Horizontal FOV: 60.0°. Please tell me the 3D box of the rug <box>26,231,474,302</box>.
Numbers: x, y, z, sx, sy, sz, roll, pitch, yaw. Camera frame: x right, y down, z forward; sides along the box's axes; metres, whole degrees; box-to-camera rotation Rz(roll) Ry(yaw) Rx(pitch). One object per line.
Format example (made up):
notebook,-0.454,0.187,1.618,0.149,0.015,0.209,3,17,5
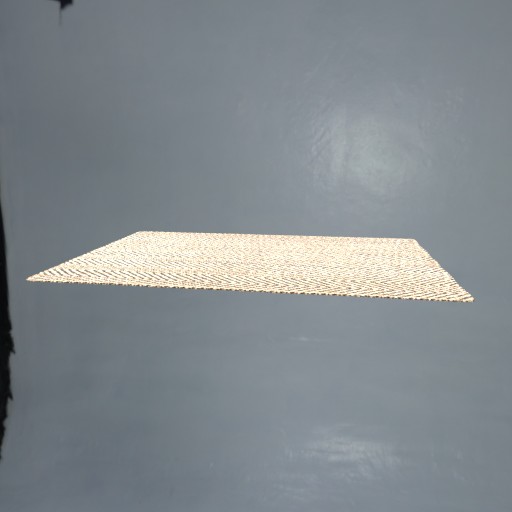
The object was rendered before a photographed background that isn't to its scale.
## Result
rug,0.000,0.000,2.345,1.828,0.008,1.219,2,13,9
